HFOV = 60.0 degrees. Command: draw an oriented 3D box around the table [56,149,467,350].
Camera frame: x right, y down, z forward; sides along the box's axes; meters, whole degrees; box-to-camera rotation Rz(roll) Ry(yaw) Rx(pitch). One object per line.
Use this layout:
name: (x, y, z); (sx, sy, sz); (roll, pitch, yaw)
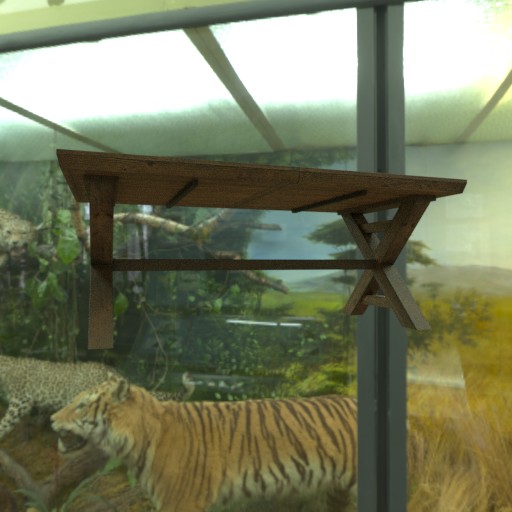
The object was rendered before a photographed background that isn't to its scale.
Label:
table: (0.000, 0.000, 2.500); (1.966, 0.793, 1.071); (0, -1, -19)
